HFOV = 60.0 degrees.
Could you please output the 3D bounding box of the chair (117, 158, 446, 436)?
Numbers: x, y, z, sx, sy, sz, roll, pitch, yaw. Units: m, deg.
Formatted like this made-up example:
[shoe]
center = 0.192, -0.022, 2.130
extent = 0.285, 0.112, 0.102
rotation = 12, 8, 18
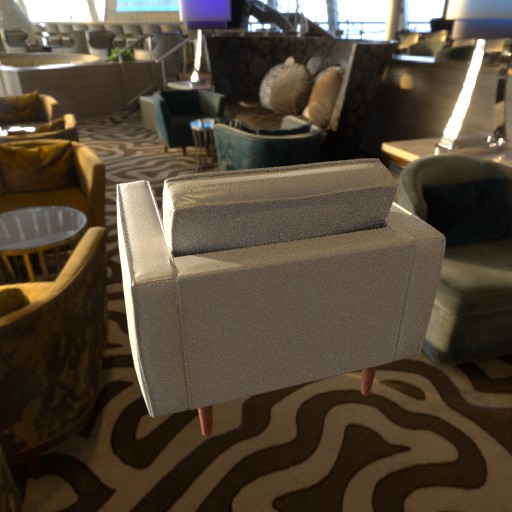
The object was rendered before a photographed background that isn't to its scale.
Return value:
[chair]
center = 0.000, 0.000, 1.578
extent = 0.928, 0.773, 0.843
rotation = -8, 29, -16
